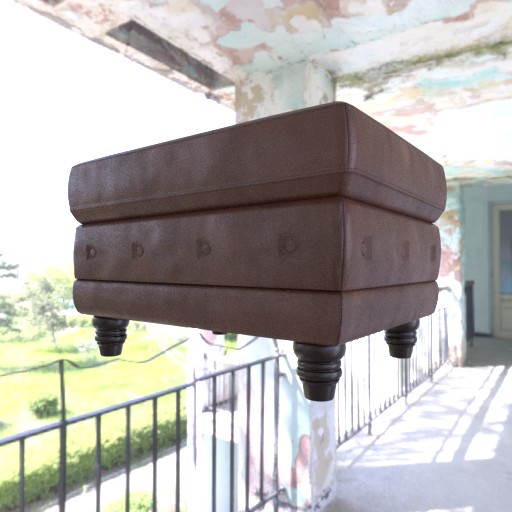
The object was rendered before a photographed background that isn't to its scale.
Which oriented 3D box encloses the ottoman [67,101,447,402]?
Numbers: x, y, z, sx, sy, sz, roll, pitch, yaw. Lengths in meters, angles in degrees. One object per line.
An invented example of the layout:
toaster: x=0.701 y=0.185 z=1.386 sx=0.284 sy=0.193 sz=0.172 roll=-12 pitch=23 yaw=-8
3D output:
ottoman: x=0.000 y=0.000 z=1.131 sx=0.795 sy=0.509 sz=0.588 roll=-1 pitch=-1 yaw=37
